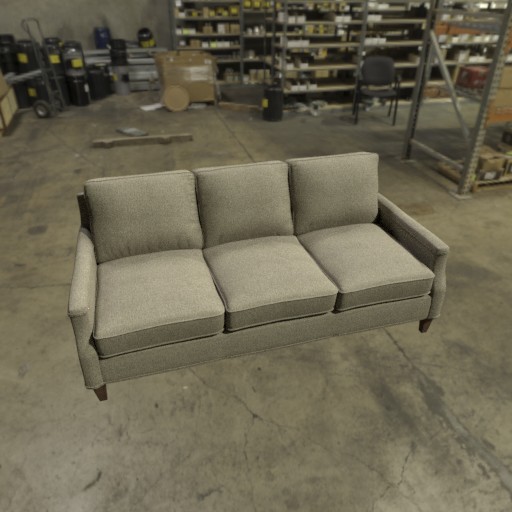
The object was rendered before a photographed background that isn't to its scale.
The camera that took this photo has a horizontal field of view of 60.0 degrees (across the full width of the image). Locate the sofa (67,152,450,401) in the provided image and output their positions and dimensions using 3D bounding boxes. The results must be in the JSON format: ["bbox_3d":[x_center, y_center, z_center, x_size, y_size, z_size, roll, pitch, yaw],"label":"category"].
[{"bbox_3d":[0.000,0.000,2.917,2.246,1.003,1.084,-9,33,-13],"label":"sofa"}]
